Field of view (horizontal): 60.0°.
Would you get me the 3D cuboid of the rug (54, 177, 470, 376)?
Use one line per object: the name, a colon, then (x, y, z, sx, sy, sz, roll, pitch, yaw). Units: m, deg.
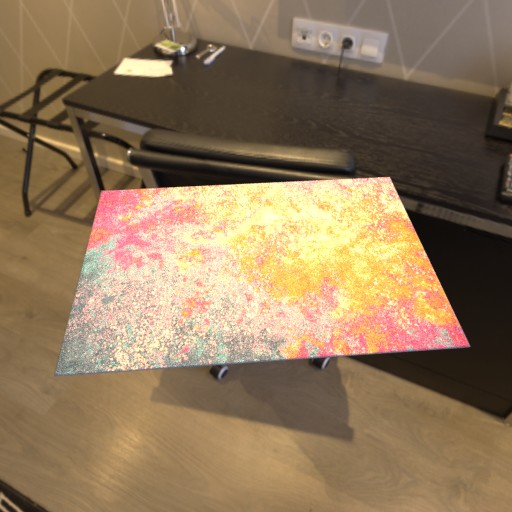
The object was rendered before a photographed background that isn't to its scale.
rug: (0.000, 0.000, 3.743, 2.896, 0.013, 2.007, -3, 47, -3)
